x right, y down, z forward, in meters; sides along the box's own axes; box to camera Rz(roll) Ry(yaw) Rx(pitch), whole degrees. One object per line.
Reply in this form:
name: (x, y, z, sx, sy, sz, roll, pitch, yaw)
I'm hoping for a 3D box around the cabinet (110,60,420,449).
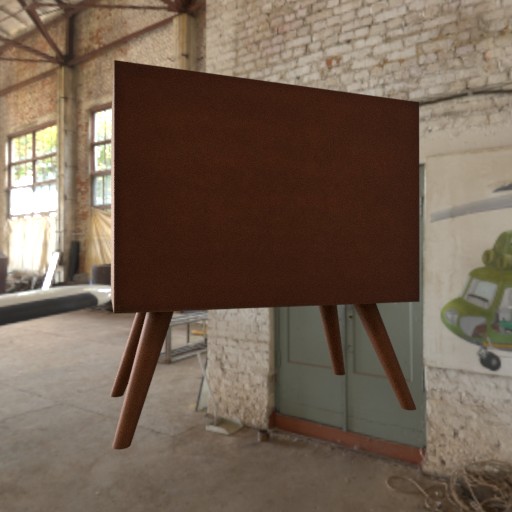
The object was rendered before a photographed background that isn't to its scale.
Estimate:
cabinet: (0.000, 0.000, 1.146, 0.712, 0.748, 0.388, 0, 0, -19)
